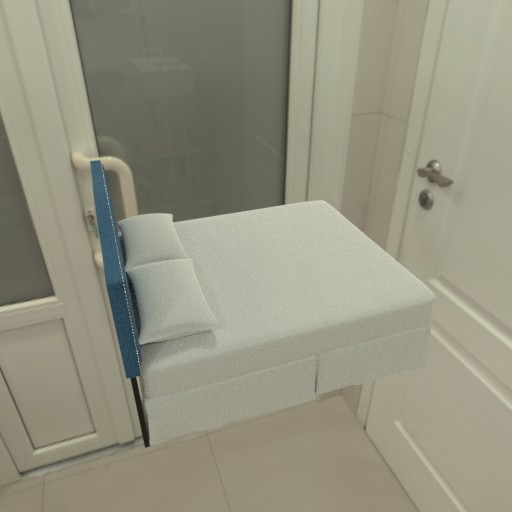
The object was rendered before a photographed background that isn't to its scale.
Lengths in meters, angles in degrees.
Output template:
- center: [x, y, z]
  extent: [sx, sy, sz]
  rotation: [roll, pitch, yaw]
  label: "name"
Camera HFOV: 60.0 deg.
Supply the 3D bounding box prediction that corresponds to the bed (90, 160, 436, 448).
- center: [0.000, 0.000, 2.975]
  extent: [1.872, 1.169, 1.610]
  rotation: [-11, 33, -17]
  label: "bed"
